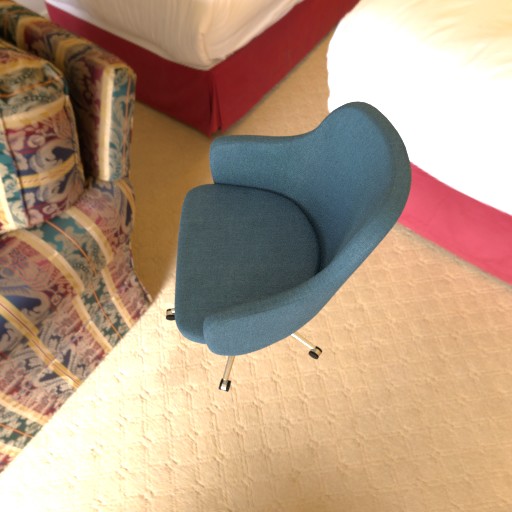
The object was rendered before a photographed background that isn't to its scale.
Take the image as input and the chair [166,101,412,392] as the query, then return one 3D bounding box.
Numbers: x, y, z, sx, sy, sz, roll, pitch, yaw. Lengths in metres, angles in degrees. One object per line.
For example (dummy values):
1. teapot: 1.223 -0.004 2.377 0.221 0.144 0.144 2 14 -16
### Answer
1. chair: 0.000 0.000 1.287 0.655 0.820 0.599 -1 59 -1
